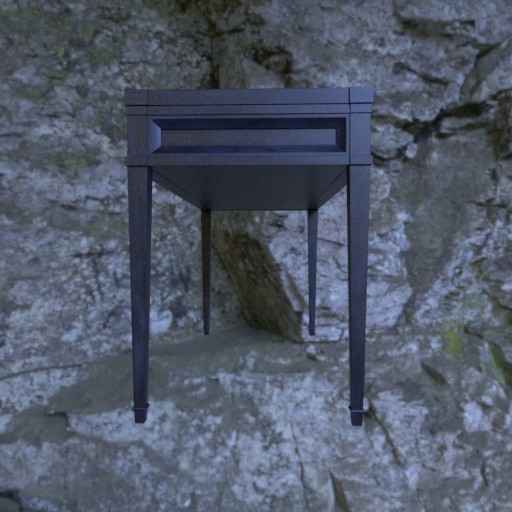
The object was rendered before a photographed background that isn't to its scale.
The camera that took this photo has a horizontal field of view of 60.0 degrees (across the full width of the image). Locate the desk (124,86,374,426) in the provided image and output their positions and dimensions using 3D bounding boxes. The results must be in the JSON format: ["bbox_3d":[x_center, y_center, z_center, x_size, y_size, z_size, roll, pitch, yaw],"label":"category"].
[{"bbox_3d":[0.000,0.000,1.764,0.630,0.861,1.289,0,1,2],"label":"desk"}]
